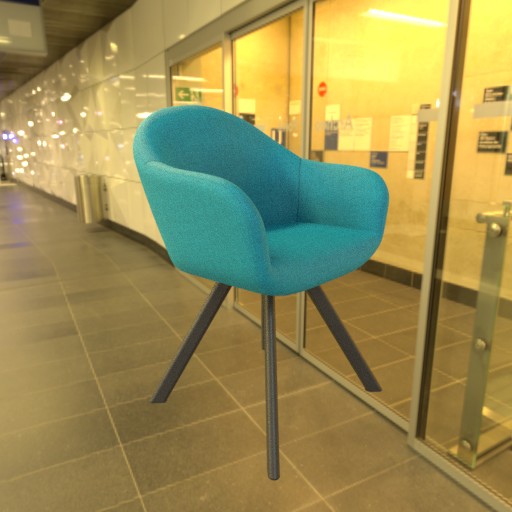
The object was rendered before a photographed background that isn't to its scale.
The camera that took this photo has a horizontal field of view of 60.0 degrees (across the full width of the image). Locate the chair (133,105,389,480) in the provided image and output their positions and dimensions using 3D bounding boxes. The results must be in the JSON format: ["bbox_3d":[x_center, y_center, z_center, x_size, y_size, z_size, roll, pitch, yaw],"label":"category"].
[{"bbox_3d":[0.000,0.000,1.189,0.550,0.795,0.590,12,18,41],"label":"chair"}]
